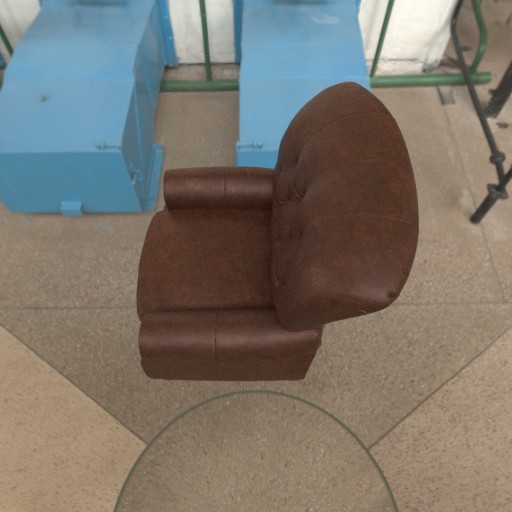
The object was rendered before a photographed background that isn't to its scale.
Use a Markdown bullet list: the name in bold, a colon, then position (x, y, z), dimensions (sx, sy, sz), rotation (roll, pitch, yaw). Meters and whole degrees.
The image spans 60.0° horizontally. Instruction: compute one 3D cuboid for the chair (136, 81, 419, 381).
- **chair**: position (0.000, 0.000, 1.911), dimensions (1.031, 1.162, 0.979), rotation (0, 57, 0)
